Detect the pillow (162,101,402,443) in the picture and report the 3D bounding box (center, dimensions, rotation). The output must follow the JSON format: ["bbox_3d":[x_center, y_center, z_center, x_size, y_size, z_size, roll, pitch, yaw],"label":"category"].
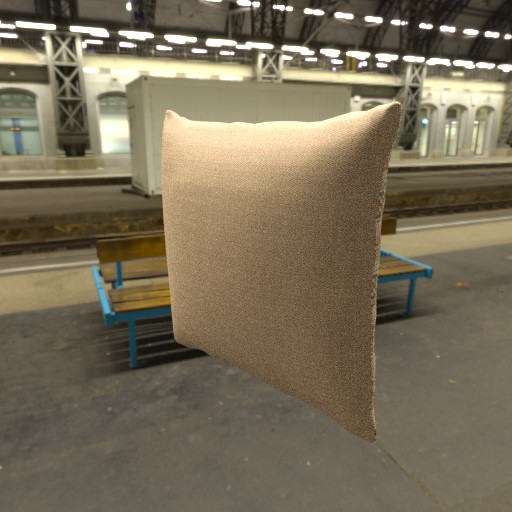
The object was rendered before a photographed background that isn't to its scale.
[{"bbox_3d":[0.000,0.000,0.803,0.521,0.519,0.215,15,21,42],"label":"pillow"}]
